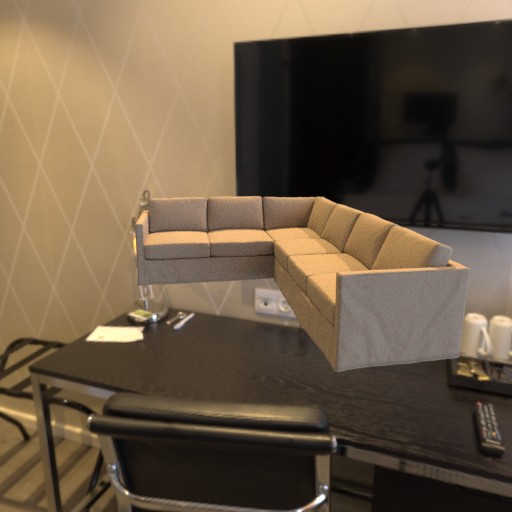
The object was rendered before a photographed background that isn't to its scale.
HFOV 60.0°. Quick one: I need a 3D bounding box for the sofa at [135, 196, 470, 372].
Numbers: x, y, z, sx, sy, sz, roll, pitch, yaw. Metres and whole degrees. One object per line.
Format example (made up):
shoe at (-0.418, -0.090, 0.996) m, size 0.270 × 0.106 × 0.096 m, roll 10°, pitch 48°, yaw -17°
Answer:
sofa at (0.000, 0.000, 4.371) m, size 2.432 × 0.871 × 3.182 m, roll -2°, pitch 14°, yaw -9°
